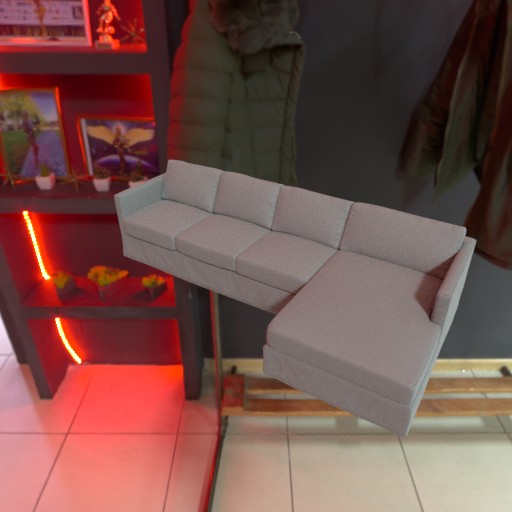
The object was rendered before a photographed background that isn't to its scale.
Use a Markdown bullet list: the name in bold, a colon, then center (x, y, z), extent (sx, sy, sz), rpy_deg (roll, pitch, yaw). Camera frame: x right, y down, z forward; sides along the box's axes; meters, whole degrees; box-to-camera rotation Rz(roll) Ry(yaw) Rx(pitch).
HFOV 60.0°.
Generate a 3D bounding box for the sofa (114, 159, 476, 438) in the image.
- **sofa**: center (0.000, 0.000, 3.808), extent (3.177, 0.867, 1.622), rpy_deg (18, 35, 28)
